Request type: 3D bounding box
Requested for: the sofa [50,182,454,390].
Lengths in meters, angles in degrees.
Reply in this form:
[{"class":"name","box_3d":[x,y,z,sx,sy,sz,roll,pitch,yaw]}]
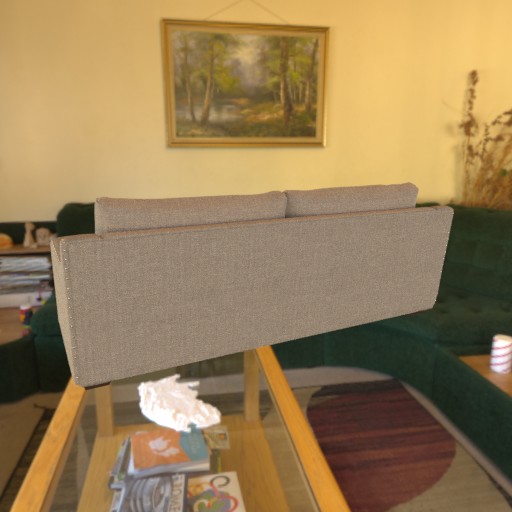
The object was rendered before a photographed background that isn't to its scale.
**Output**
[{"class":"sofa","box_3d":[0.000,0.000,2.686,2.208,0.857,1.000,-7,15,-27]}]
